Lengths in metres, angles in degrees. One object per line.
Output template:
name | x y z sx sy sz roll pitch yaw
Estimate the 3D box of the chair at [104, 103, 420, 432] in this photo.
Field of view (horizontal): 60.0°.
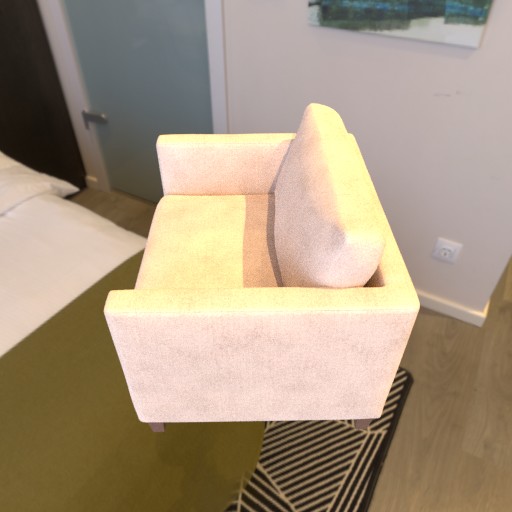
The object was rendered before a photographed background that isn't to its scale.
chair | 0.000 0.000 1.856 0.959 0.961 1.133 -1 42 -1
